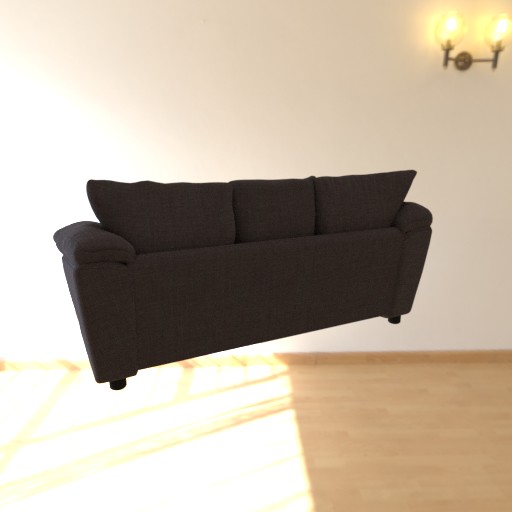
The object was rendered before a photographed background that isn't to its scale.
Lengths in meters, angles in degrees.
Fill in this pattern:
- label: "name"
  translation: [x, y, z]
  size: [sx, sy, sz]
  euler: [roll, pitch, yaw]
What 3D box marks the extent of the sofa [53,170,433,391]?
- label: "sofa"
  translation: [0.000, 0.000, 2.868]
  size: [2.336, 1.080, 0.883]
  euler: [-7, 16, -26]
